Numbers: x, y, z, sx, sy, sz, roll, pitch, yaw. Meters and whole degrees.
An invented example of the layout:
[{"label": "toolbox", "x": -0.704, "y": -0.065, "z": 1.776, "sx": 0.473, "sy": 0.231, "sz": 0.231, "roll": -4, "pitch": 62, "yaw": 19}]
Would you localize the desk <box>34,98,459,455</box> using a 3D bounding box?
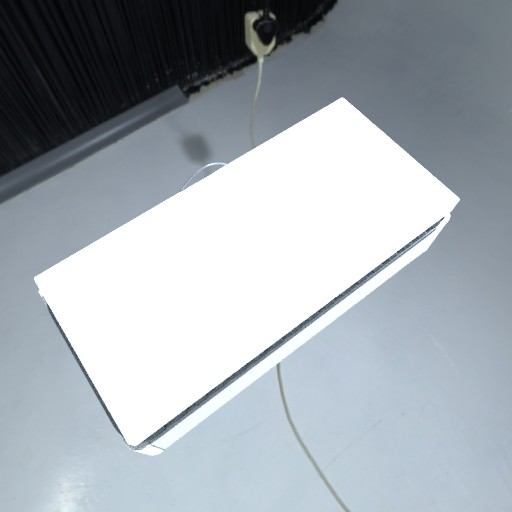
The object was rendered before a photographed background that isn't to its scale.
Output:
[{"label": "desk", "x": 0.000, "y": 0.000, "z": 2.230, "sx": 1.900, "sy": 0.526, "sz": 0.900, "roll": -34, "pitch": 68, "yaw": -16}]
